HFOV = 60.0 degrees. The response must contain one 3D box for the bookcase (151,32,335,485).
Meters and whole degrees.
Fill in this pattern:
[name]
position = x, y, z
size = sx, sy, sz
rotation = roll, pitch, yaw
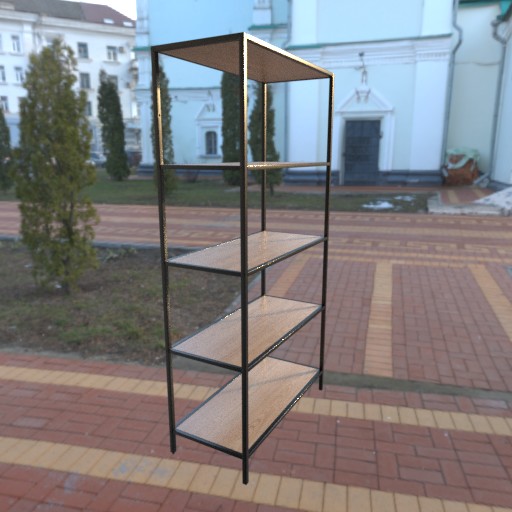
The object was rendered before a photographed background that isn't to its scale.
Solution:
[bookcase]
position = 0.000, 0.000, 1.837
size = 0.350, 1.500, 0.770
rotation = 7, 15, 28
